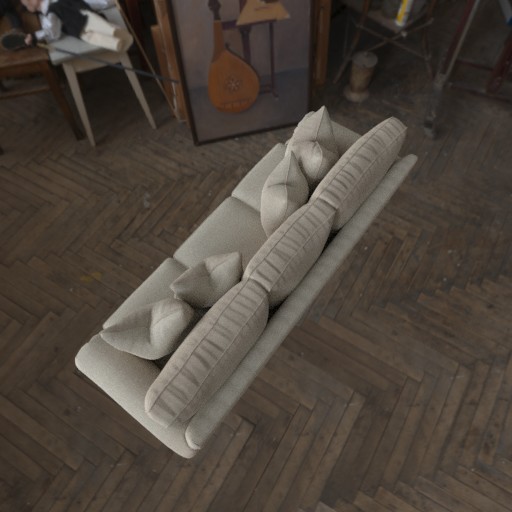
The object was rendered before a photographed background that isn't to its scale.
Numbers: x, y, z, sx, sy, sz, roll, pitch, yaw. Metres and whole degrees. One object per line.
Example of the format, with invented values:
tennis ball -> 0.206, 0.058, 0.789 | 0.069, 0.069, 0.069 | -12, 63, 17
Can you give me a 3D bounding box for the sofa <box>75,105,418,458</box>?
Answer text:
sofa -> 0.000, 0.000, 2.788 | 0.965, 0.975, 2.312 | 34, 67, 16
